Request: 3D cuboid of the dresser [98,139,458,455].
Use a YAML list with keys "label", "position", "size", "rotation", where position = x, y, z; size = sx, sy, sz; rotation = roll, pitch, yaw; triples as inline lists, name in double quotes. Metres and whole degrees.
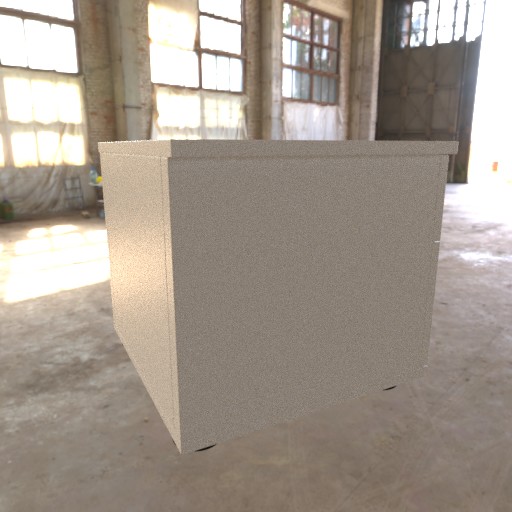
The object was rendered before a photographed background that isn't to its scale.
- label: "dresser"
  position: [0.000, 0.000, 0.723]
  size: [0.400, 0.360, 0.430]
  rotation: [-7, 16, -27]
